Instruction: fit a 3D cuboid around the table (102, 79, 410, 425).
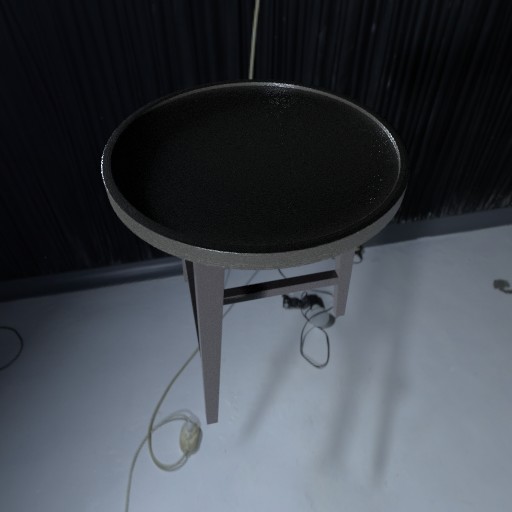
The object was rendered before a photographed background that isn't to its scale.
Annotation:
[{"bbox_3d":[0.000,0.000,0.929,0.500,0.531,0.500,0,46,0],"label":"table"}]
